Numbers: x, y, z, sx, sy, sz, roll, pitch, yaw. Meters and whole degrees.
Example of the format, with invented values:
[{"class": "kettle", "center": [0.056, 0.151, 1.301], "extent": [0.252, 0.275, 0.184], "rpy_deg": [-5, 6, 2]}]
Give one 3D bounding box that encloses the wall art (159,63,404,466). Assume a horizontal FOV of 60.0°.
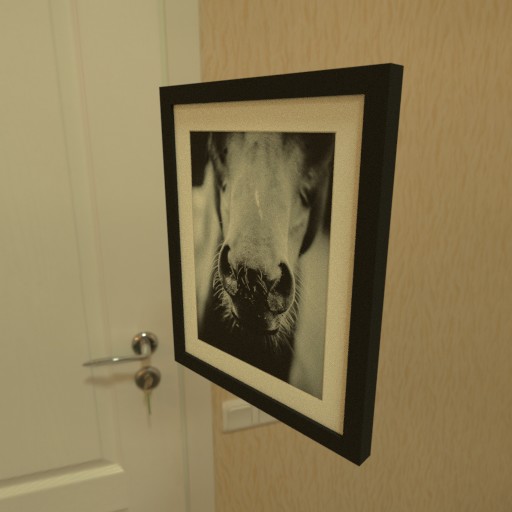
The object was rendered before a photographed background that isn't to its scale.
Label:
[{"class": "wall art", "center": [0.000, 0.000, 0.748], "extent": [0.457, 0.559, 0.033], "rpy_deg": [15, 22, 41]}]
